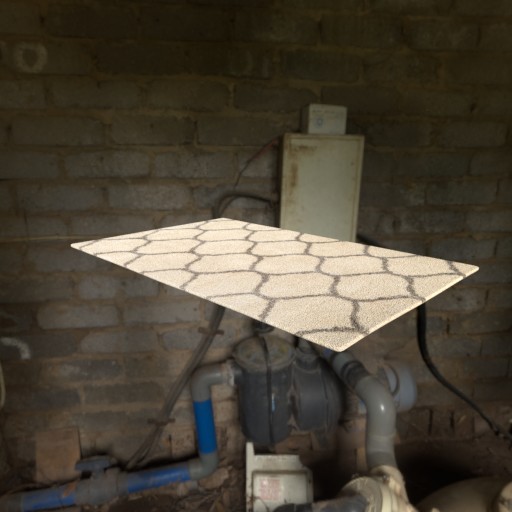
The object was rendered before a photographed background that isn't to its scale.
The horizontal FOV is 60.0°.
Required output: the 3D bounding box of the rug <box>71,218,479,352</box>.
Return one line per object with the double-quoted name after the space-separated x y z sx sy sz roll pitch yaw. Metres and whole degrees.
0.000 0.000 2.971 2.348 0.024 1.501 14 21 42 "rug"
